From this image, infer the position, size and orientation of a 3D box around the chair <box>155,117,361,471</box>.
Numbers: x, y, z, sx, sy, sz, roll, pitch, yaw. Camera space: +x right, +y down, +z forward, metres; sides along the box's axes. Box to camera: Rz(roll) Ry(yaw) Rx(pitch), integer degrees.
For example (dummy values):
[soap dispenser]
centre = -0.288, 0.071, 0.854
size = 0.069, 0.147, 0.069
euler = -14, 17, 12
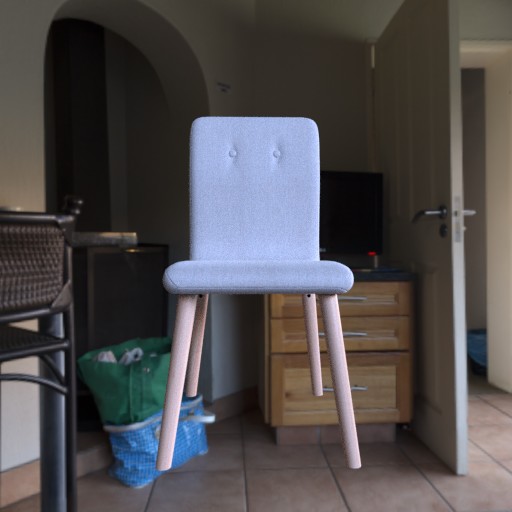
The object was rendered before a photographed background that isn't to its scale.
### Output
[chair]
centre = 0.000, 0.000, 1.186
size = 0.435, 0.885, 0.550
euler = 0, 0, -1
